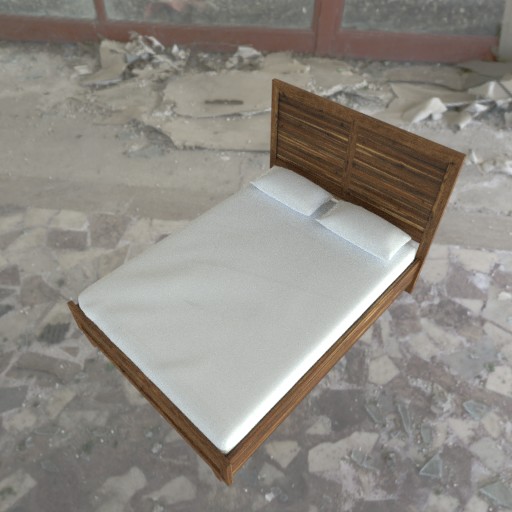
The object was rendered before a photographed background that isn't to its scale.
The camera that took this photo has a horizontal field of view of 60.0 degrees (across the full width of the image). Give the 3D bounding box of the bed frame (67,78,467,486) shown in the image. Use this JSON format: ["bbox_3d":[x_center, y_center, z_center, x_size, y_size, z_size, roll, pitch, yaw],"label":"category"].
[{"bbox_3d":[0.000,0.000,3.267,1.696,1.417,2.276,34,55,29],"label":"bed frame"}]
